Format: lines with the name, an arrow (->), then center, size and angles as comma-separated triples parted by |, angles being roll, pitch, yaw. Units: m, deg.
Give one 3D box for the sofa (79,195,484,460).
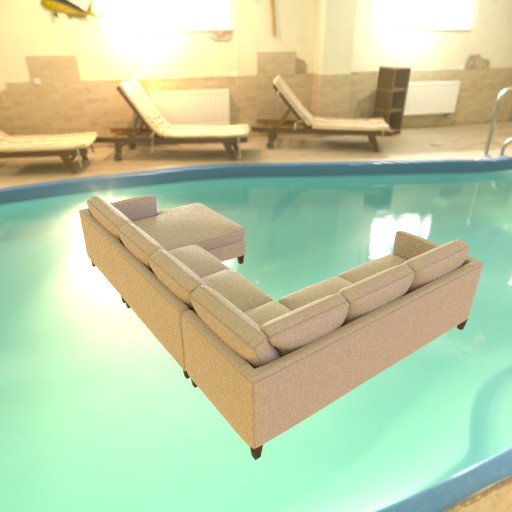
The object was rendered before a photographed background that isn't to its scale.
sofa -> 0.000, 0.000, 4.543 | 2.551, 0.889, 3.403 | -19, 33, -32
